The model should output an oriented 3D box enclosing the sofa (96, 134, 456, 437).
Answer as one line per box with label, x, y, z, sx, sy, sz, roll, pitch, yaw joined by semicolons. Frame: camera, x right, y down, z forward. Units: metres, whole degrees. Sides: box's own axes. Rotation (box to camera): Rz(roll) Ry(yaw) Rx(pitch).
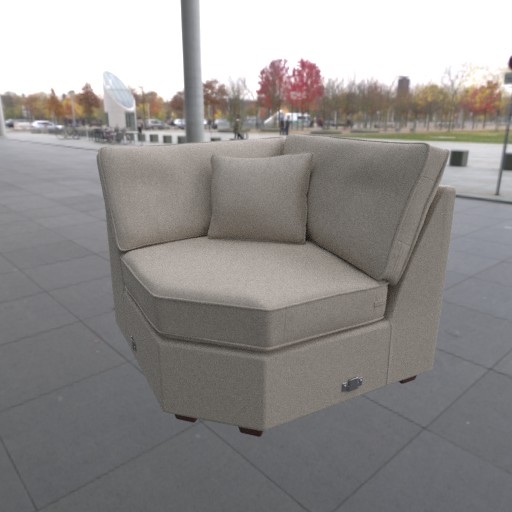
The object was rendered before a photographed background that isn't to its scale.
sofa;0.000;0.000;1.810;1.050;0.937;1.042;-9;19;-26
